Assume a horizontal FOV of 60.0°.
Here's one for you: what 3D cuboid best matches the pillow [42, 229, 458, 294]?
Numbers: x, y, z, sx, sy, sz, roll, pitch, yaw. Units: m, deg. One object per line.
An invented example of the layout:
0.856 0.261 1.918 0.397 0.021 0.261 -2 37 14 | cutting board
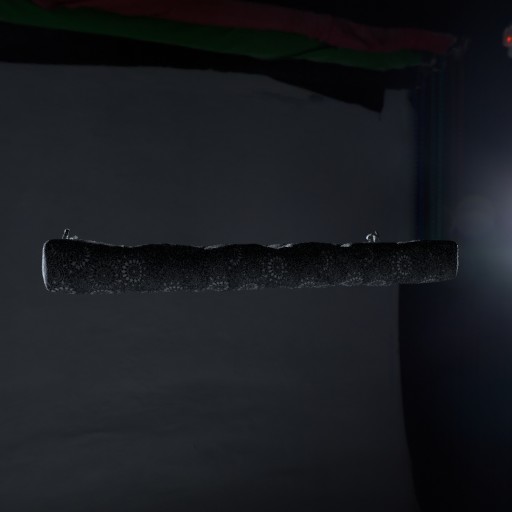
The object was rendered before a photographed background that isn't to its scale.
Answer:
0.000 0.000 1.361 1.194 0.174 0.511 -1 2 -19 | pillow
